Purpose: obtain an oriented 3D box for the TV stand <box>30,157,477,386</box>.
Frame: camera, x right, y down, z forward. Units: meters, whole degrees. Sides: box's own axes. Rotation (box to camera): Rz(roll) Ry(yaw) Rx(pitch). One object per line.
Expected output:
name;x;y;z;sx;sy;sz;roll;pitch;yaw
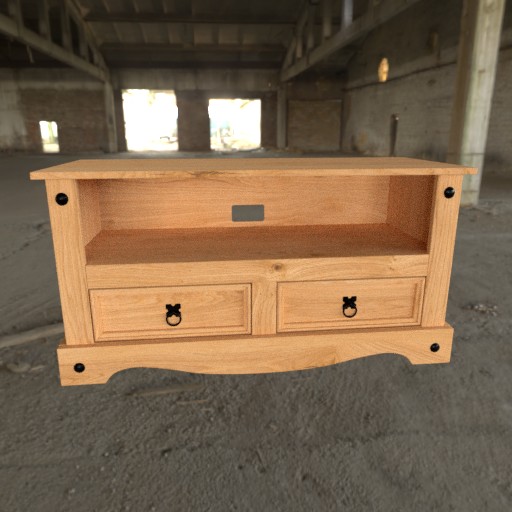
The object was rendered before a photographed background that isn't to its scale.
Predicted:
TV stand;0.000;0.000;1.340;1.080;0.550;0.440;-2;16;-6
